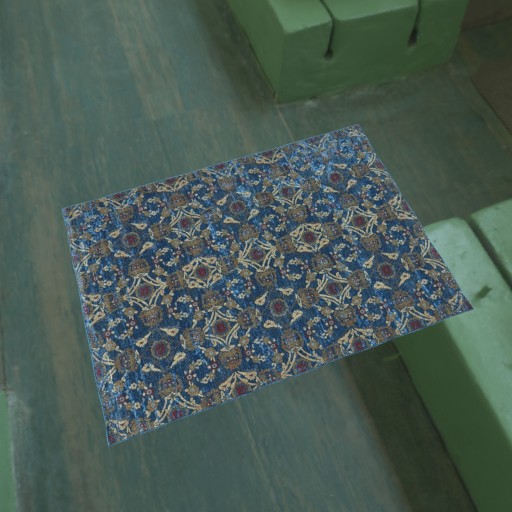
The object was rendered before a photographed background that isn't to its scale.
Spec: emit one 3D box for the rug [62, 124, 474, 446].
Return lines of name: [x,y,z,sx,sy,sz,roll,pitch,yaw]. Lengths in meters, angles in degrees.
rug: [0.000,0.000,4.196,3.291,0.013,2.337,-18,64,-9]
